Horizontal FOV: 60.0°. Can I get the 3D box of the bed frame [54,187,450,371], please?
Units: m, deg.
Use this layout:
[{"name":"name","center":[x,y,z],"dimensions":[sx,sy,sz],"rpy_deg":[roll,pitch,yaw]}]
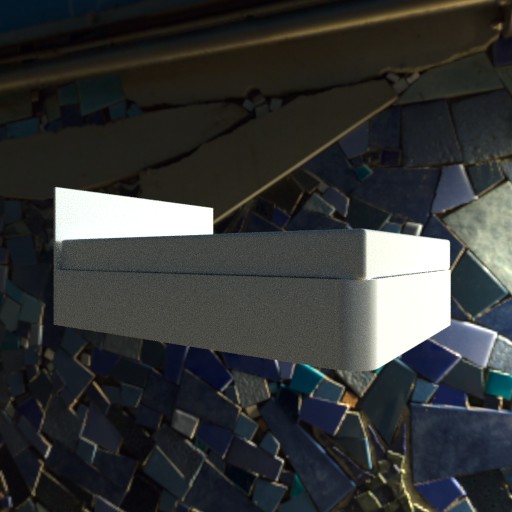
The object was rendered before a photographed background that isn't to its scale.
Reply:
[{"name":"bed frame","center":[0.000,0.000,2.614],"dimensions":[1.900,0.800,1.400],"rpy_deg":[0,0,35]}]
